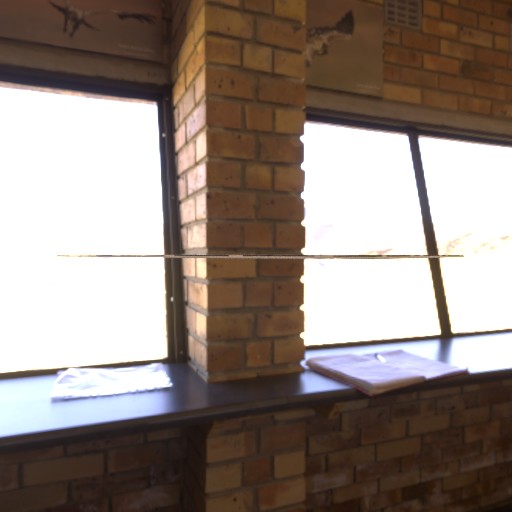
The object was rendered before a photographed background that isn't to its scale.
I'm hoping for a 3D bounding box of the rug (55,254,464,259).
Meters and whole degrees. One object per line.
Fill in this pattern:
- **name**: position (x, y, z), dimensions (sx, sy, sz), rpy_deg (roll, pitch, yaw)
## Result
- **rug**: position (0.000, 0.000, 2.987), dimensions (2.286, 0.016, 1.555), rpy_deg (0, 0, 36)
